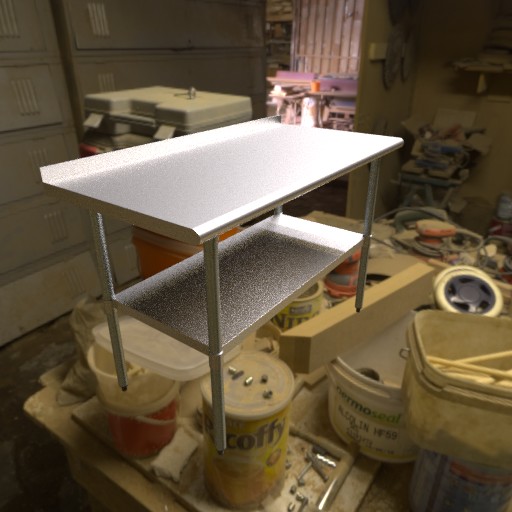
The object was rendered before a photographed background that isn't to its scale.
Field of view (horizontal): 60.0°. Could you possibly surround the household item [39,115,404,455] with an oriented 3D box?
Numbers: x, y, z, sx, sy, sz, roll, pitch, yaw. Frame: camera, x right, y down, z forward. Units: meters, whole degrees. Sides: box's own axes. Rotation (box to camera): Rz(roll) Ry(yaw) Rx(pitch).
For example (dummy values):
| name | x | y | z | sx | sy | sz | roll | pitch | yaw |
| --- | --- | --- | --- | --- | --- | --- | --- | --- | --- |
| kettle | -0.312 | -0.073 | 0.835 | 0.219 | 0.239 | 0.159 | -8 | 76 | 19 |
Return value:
| name | x | y | z | sx | sy | sz | roll | pitch | yaw |
| --- | --- | --- | --- | --- | --- | --- | --- | --- | --- |
| household item | 0.000 | 0.000 | 1.705 | 0.610 | 0.851 | 1.219 | 18 | 31 | 32 |
